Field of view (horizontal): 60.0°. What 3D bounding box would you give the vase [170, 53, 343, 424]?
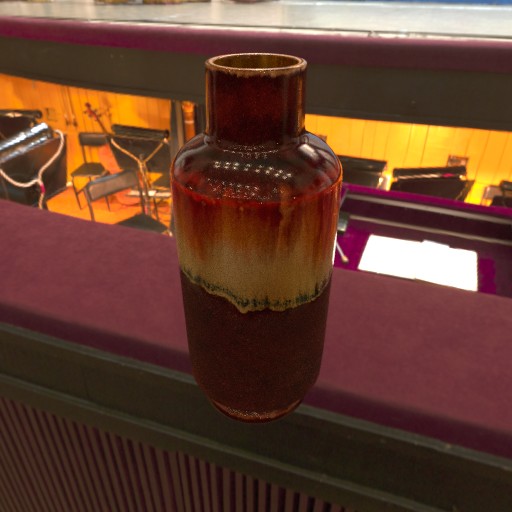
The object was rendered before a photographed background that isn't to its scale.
[{"bbox_3d":[0.000,0.000,0.320,0.111,0.261,0.111,0,33,0],"label":"vase"}]
